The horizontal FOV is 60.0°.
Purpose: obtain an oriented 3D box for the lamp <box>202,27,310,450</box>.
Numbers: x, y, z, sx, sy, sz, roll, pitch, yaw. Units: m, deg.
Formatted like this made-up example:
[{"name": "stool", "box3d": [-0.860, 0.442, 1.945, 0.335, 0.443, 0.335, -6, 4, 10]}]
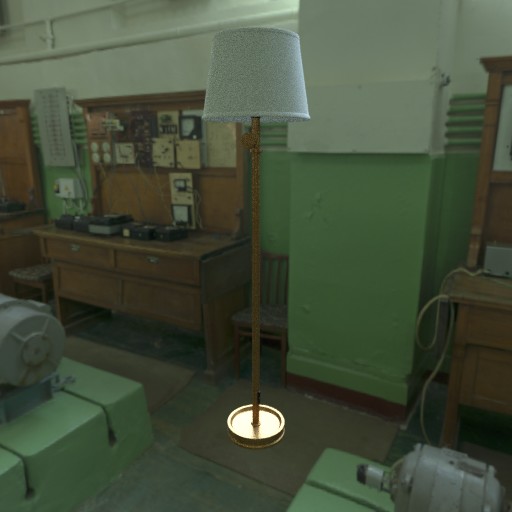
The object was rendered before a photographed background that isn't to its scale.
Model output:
[{"name": "lamp", "box3d": [0.000, 0.000, 0.787, 0.178, 0.710, 0.178, 0, 14, 0]}]
